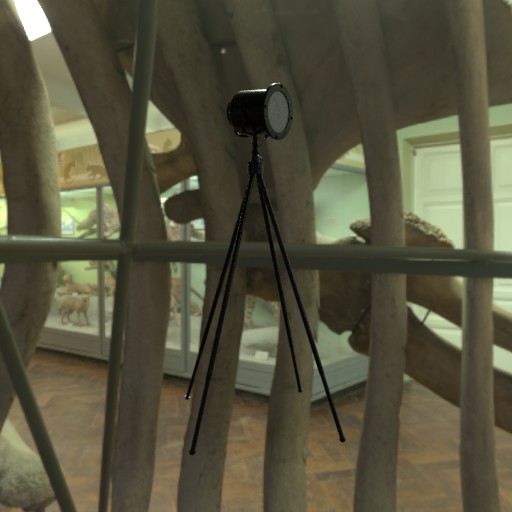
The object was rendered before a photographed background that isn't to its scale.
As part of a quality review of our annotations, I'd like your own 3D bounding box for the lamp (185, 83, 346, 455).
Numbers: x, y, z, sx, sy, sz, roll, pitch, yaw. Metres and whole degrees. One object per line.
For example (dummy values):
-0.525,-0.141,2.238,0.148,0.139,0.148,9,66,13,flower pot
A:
0.000,0.000,2.025,0.884,1.504,0.879,1,2,35,lamp
